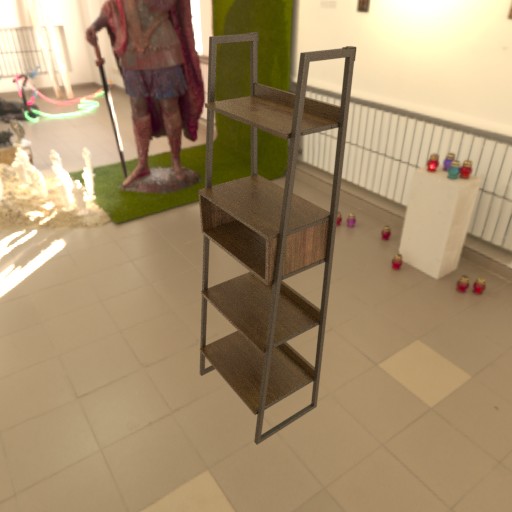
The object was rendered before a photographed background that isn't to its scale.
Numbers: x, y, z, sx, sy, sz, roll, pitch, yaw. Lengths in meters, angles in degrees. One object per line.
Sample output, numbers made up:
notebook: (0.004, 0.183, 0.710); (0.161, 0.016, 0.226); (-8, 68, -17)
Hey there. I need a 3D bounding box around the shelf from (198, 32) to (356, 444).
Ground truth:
shelf: (0.000, 0.000, 2.289); (0.454, 2.005, 0.652); (-21, 38, -30)
